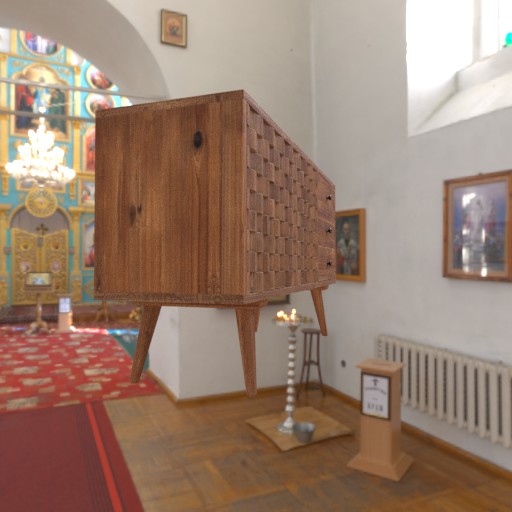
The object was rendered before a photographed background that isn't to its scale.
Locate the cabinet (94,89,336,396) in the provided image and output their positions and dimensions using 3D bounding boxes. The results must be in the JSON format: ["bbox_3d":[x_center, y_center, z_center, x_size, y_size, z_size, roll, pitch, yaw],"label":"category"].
[{"bbox_3d":[0.000,0.000,1.826,0.472,0.800,1.400,0,-1,19],"label":"cabinet"}]
